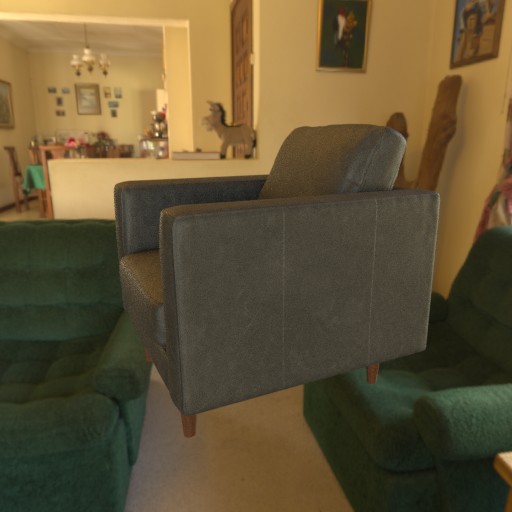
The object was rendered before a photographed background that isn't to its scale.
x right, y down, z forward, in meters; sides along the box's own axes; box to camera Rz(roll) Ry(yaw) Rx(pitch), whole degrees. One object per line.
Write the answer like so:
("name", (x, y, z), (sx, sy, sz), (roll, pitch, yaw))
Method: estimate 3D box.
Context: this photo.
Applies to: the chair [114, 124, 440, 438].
("chair", (0.000, 0.000, 1.567), (0.879, 0.898, 0.831), (-7, 16, -25))
